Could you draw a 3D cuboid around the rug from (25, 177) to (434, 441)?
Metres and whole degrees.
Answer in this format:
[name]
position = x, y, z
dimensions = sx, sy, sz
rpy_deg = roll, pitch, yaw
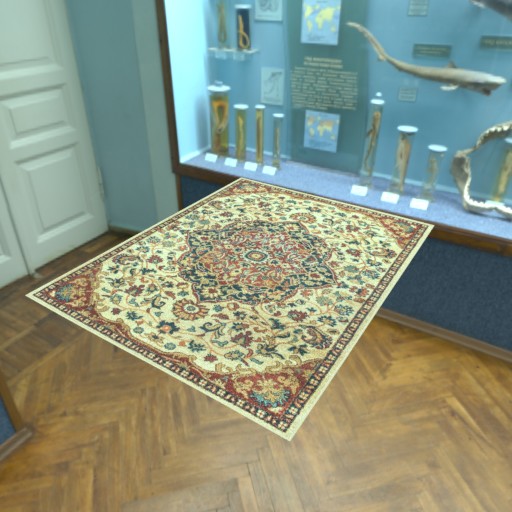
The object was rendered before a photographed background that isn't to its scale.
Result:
[rug]
position = 0.000, 0.000, 4.103
dimensions = 2.454, 0.005, 3.067
rpy_deg = 19, 36, 28
